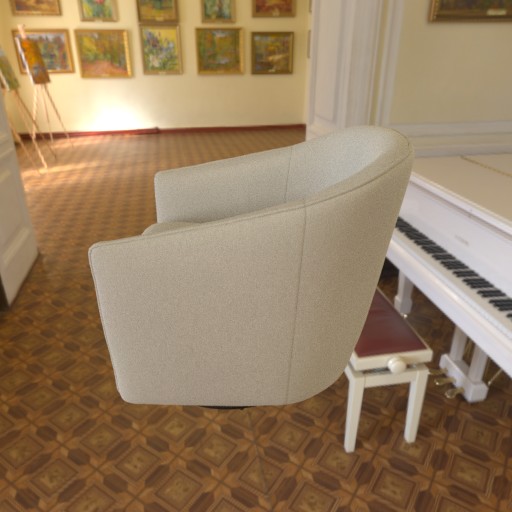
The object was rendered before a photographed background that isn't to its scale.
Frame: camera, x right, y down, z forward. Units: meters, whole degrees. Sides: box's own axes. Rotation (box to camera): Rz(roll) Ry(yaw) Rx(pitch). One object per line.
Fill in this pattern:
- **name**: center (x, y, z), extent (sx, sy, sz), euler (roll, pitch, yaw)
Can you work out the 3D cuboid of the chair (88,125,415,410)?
- **chair**: center (0.000, 0.000, 1.457), extent (0.875, 0.799, 0.747), euler (1, 25, 2)
